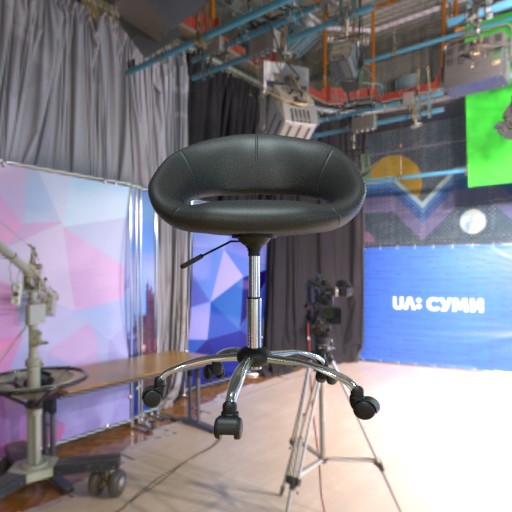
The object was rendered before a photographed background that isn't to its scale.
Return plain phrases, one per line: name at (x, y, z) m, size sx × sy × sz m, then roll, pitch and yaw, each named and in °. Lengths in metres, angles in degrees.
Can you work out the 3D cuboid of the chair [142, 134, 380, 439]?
chair at (0.000, 0.000, 1.201) m, size 0.612 × 0.791 × 0.538 m, roll 0°, pitch -1°, yaw 0°
